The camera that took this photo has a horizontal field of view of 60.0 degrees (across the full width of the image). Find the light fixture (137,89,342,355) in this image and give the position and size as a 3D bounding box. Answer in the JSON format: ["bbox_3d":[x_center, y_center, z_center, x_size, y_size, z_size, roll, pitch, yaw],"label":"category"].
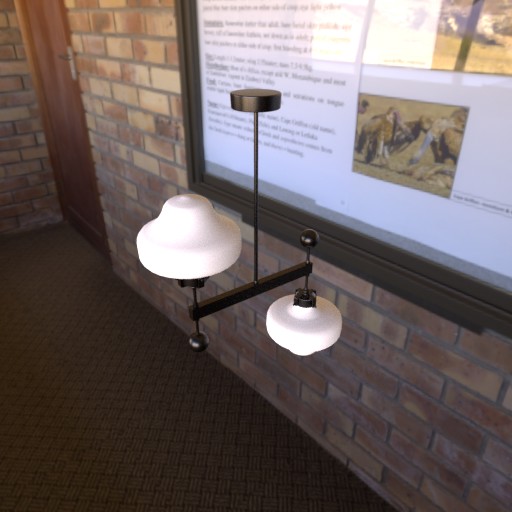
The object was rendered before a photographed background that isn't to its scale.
[{"bbox_3d":[0.000,0.000,1.062,0.422,0.743,0.489,8,29,14],"label":"light fixture"}]
